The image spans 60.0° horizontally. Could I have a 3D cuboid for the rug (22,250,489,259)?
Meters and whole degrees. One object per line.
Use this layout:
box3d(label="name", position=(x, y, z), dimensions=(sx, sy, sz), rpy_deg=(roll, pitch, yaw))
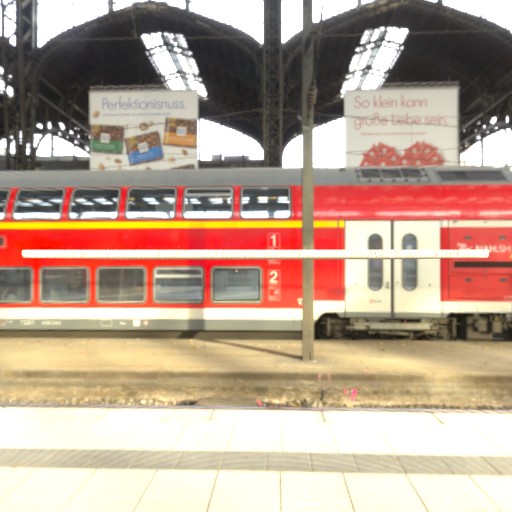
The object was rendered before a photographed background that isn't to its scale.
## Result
box3d(label="rug", position=(0.000, 0.000, 2.090), dimensions=(1.600, 0.027, 1.200), rpy_deg=(0, -1, 1))
